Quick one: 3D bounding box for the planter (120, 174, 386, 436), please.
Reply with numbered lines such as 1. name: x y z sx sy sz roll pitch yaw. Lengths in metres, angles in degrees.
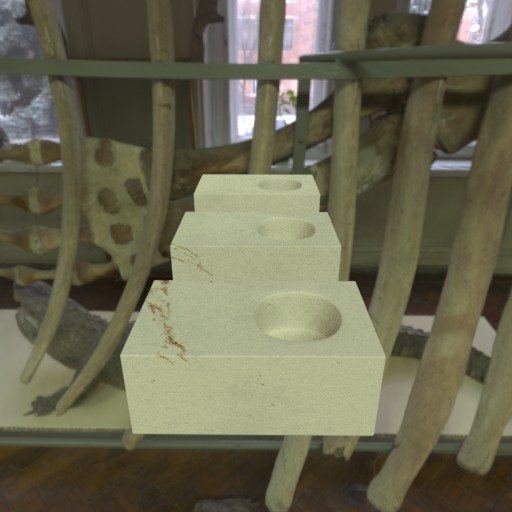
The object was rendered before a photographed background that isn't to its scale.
1. planter: 0.000 0.000 0.372 0.127 0.051 0.333 0 25 1
